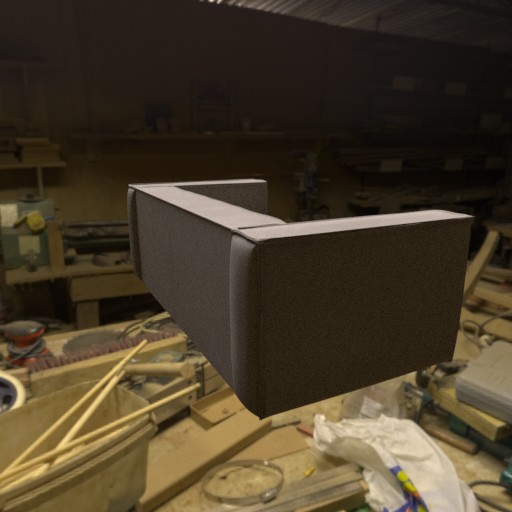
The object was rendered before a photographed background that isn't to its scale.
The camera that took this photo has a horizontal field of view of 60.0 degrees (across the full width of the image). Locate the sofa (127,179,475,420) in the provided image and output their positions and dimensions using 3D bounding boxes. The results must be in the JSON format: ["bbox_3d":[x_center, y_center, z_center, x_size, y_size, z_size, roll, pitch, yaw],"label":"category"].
[{"bbox_3d":[0.000,0.000,2.482,1.038,0.680,1.995,-7,16,-26],"label":"sofa"}]
